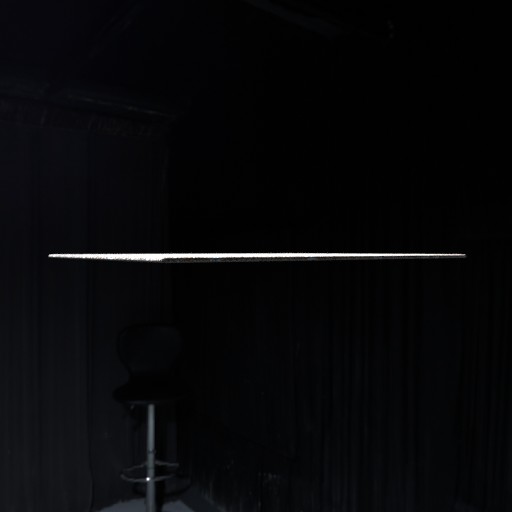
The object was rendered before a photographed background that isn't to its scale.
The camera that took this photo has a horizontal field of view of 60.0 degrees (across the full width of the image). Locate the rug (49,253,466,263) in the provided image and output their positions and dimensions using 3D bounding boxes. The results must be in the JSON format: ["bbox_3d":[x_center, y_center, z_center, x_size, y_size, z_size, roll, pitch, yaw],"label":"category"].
[{"bbox_3d":[0.000,0.000,4.119,3.047,0.029,2.438,0,1,-38],"label":"rug"}]
